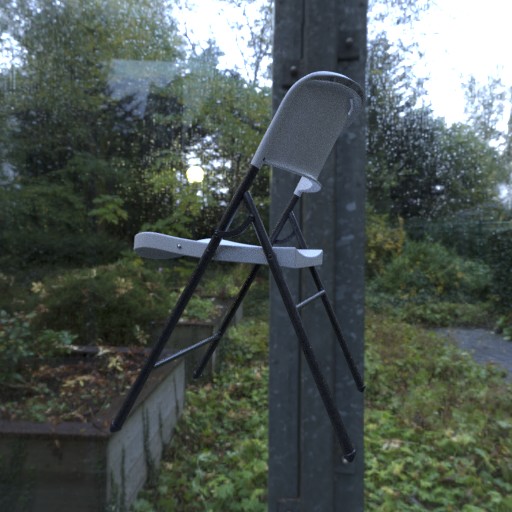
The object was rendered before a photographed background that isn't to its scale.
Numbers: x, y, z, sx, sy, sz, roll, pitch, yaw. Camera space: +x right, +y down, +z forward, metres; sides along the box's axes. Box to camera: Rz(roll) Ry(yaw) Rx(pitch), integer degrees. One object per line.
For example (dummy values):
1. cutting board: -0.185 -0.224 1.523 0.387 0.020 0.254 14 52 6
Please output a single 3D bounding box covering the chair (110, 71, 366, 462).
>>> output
1. chair: 0.000 0.000 1.174 0.566 0.810 0.494 0 0 16
